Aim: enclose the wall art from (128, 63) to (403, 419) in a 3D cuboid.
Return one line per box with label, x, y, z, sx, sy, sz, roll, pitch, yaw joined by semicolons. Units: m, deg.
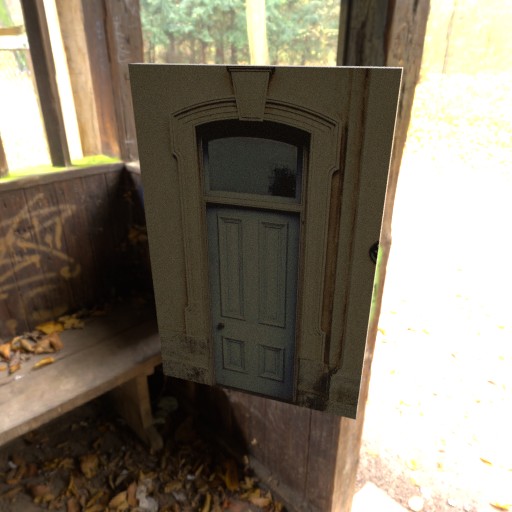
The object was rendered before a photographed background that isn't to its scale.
wall art;0.000;0.000;0.966;0.508;0.764;0.038;8;27;16
